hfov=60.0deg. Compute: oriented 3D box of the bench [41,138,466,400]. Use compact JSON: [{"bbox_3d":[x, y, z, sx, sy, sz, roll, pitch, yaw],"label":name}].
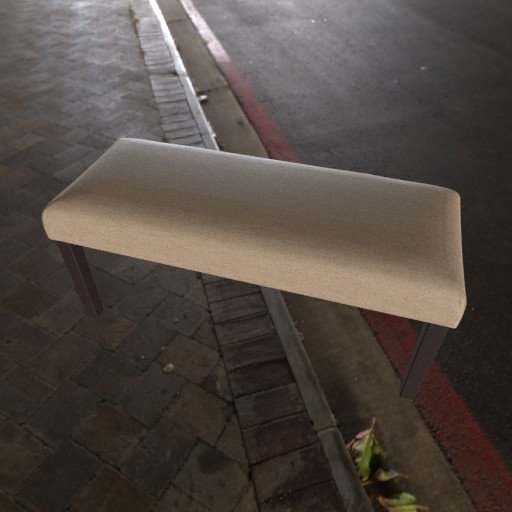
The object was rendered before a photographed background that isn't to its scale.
[{"bbox_3d":[0.000,0.000,1.257,1.013,0.456,0.407,12,44,12],"label":"bench"}]
